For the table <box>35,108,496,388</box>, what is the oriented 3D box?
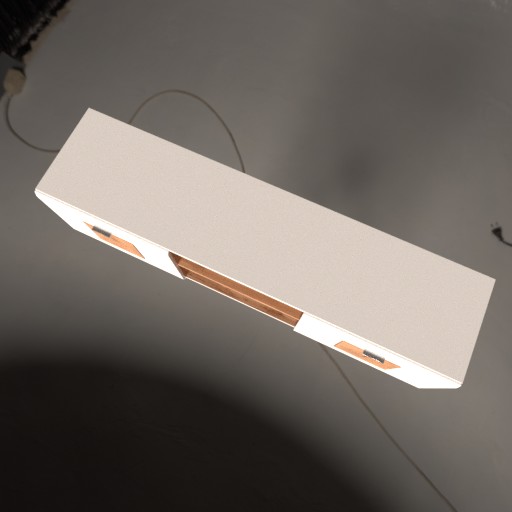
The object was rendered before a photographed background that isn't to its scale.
[{"bbox_3d":[0.000,0.000,1.707,1.550,0.440,0.400,24,75,7],"label":"table"}]
